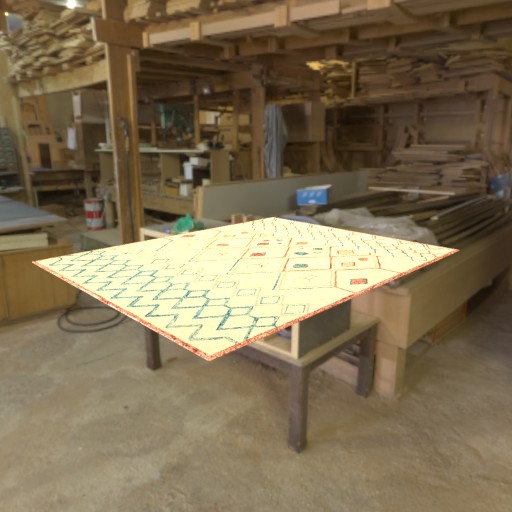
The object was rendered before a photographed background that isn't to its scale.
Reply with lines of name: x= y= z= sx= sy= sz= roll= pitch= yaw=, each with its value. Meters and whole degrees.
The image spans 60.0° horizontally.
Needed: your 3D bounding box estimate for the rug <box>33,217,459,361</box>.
rug: x=0.000 y=0.000 z=4.037 sx=3.050 sy=0.016 sz=2.441 roll=-15 pitch=21 yaw=-43
